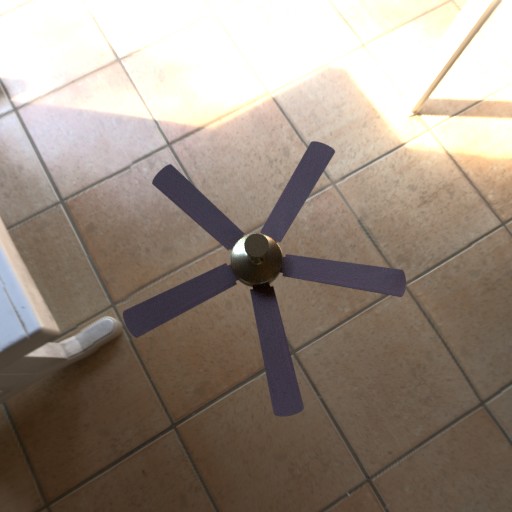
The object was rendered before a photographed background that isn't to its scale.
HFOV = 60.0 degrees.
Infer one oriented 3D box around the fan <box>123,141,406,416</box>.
[{"bbox_3d":[0.000,0.000,2.019,1.321,0.356,1.321,-36,78,-9],"label":"fan"}]
